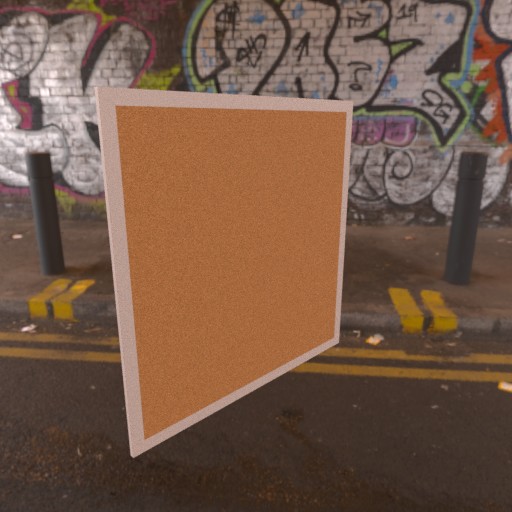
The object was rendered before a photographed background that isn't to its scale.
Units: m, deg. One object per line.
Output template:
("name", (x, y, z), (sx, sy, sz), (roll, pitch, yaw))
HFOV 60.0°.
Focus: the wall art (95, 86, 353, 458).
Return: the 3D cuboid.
("wall art", (0.000, 0.000, 1.194), (0.812, 0.813, 0.013), (-16, 23, -42))
